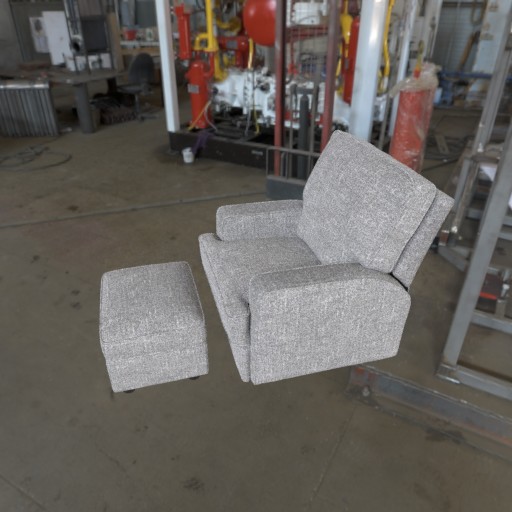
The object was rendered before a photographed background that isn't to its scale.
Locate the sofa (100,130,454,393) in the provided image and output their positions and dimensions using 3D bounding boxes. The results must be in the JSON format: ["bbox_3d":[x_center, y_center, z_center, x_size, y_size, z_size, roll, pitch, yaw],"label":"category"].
[{"bbox_3d":[0.000,0.000,2.106,1.472,0.959,0.861,-8,32,-13],"label":"sofa"}]
